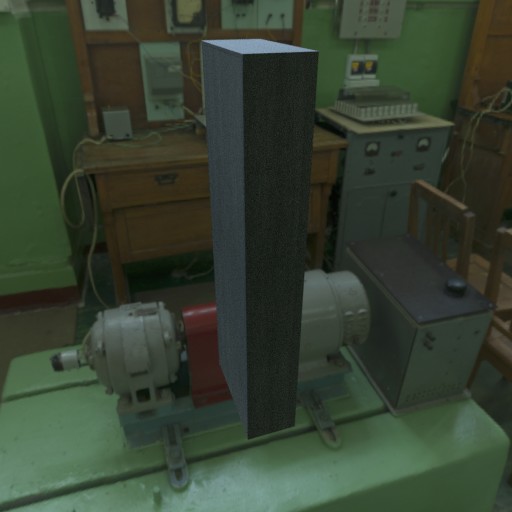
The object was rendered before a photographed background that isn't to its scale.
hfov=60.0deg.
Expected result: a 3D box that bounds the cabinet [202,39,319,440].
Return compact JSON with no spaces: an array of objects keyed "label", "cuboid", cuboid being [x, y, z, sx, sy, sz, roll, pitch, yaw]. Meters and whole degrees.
[{"label":"cabinet","cuboid":[0.000,0.000,1.891,0.255,1.630,0.520,-10,31,-16]}]
